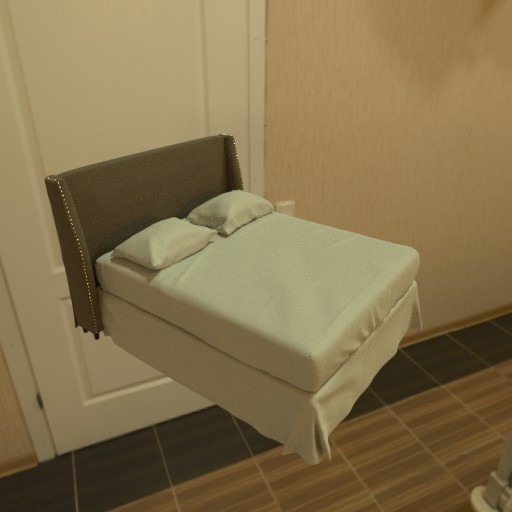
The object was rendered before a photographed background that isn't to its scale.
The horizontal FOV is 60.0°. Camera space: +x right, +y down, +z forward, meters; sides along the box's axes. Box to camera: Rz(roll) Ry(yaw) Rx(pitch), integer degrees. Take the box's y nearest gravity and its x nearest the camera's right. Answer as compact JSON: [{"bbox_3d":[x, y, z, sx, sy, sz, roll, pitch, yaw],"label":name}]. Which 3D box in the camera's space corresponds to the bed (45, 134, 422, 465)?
[{"bbox_3d":[0.000,0.000,3.417,2.276,1.332,1.925,19,32,33],"label":"bed"}]
